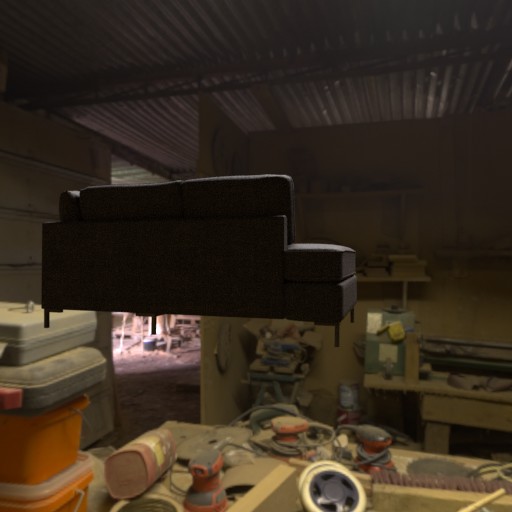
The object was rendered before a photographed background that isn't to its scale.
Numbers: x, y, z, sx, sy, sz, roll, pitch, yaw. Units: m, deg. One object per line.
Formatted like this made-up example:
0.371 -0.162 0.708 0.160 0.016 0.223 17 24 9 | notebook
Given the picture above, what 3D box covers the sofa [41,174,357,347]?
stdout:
0.000 0.000 4.333 2.048 0.999 3.423 0 0 17 | sofa
